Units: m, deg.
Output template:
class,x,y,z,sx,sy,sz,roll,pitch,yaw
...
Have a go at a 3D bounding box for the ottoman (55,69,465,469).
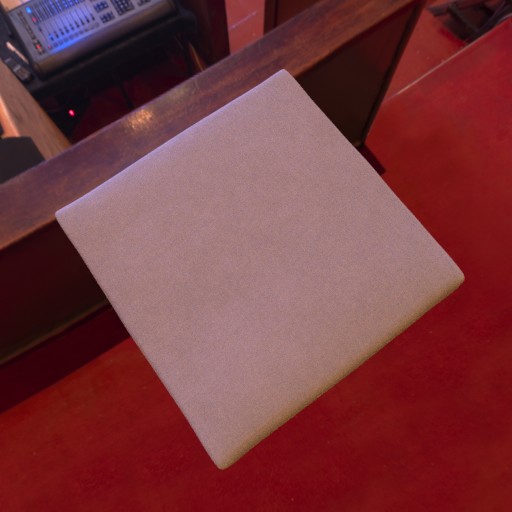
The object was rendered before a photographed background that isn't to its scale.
class,x,y,z,sx,sy,sz,roll,pitch,yaw
ottoman,0.000,0.000,1.845,1.171,0.517,1.203,-35,78,-9
